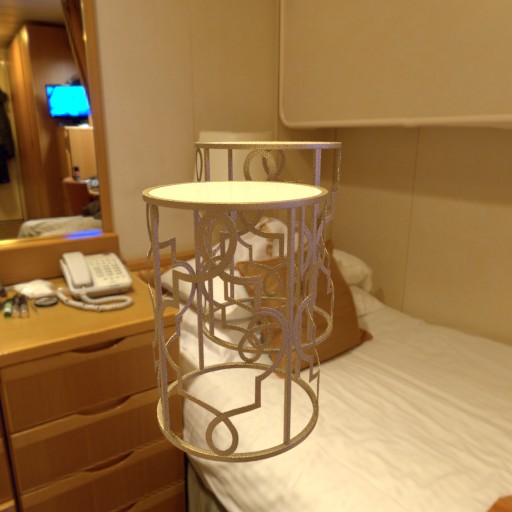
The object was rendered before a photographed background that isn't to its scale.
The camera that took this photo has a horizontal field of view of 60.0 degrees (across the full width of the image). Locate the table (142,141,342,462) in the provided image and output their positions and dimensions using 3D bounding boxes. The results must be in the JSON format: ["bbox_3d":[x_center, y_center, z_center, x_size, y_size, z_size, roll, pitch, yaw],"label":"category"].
[{"bbox_3d":[0.000,0.000,1.152,0.420,0.564,0.846,2,16,9],"label":"table"}]
